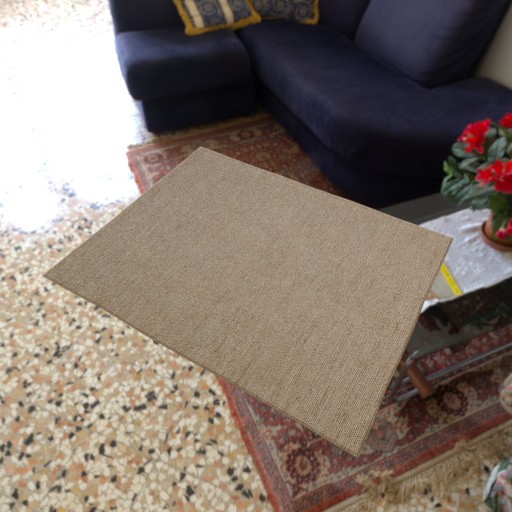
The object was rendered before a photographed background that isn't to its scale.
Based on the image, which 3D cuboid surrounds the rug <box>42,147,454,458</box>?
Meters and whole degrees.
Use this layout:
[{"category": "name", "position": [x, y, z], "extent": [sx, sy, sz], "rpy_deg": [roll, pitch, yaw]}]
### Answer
[{"category": "rug", "position": [0.000, 0.000, 4.142], "extent": [3.034, 0.012, 2.406], "rpy_deg": [24, 51, 21]}]
